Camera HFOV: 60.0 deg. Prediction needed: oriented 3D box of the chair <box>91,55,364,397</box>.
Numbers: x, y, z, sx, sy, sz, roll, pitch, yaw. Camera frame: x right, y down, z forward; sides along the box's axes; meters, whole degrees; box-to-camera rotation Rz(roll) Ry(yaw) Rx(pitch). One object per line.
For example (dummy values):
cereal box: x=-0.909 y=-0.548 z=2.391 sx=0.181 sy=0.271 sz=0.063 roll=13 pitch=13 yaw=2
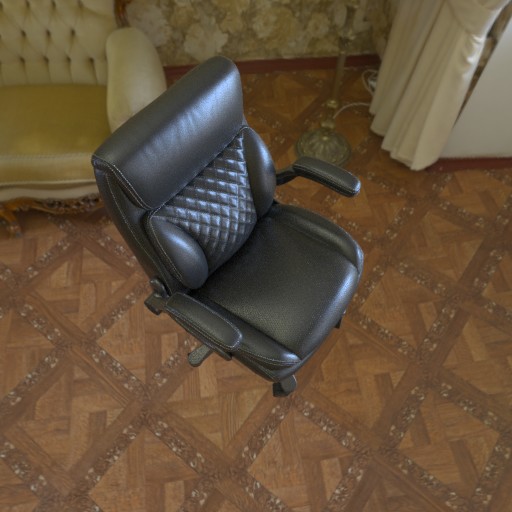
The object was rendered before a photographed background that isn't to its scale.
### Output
chair: x=0.000 y=0.000 z=1.607 sx=0.724 sy=1.110 sz=0.782 roll=32 pitch=64 yaw=18
